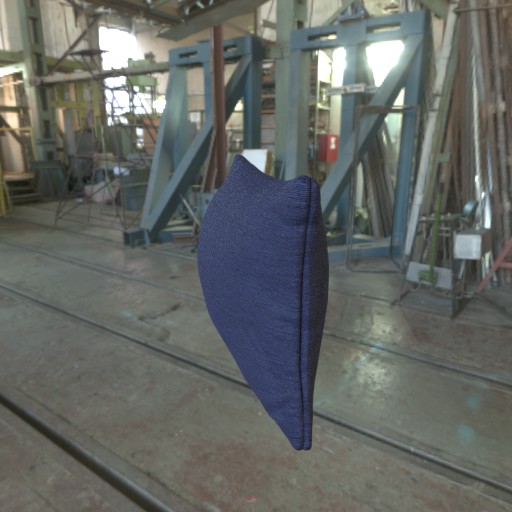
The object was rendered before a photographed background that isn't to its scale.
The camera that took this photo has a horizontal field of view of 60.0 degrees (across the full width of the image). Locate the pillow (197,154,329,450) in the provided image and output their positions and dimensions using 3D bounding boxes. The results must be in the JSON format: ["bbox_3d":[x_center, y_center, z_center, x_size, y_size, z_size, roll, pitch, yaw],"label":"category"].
[{"bbox_3d":[0.000,0.000,0.801,0.210,0.338,0.633,-2,15,-9],"label":"pillow"}]
